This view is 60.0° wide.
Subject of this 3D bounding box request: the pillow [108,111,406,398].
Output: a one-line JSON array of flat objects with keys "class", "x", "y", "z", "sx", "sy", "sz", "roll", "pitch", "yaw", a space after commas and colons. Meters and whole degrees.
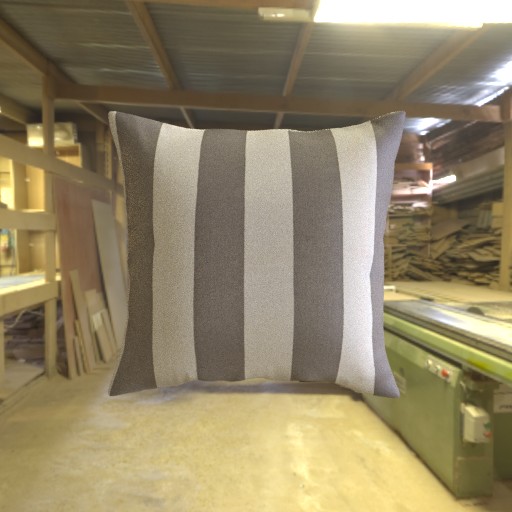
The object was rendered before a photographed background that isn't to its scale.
[{"class": "pillow", "x": 0.000, "y": 0.000, "z": 0.782, "sx": 0.522, "sy": 0.507, "sz": 0.192, "roll": 0, "pitch": 1, "yaw": -1}]
